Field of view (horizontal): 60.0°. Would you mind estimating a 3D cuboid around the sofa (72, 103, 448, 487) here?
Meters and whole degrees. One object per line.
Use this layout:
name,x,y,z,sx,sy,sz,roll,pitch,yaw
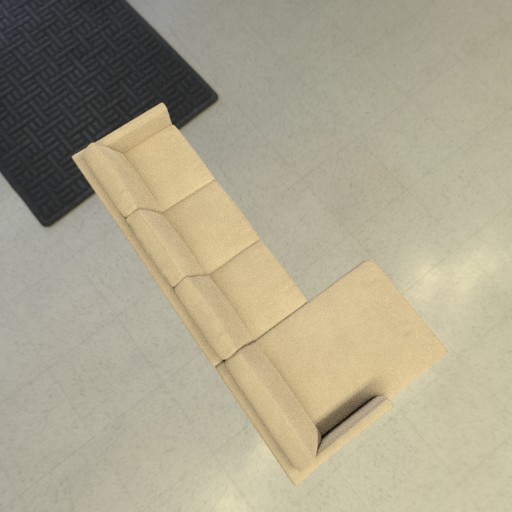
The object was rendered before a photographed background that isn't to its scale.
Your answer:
sofa,0.000,0.000,3.814,1.625,0.846,3.186,-35,78,-9
